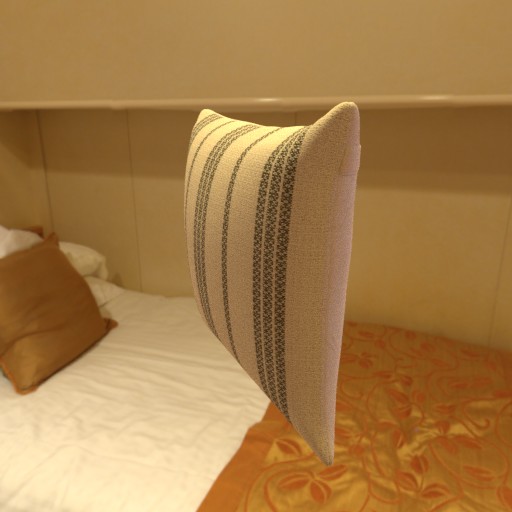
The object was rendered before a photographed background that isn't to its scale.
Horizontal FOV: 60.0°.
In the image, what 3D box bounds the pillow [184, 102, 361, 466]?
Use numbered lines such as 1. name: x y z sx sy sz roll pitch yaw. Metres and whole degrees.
1. pillow: 0.000 0.000 0.634 0.173 0.406 0.405 -8 19 -25
